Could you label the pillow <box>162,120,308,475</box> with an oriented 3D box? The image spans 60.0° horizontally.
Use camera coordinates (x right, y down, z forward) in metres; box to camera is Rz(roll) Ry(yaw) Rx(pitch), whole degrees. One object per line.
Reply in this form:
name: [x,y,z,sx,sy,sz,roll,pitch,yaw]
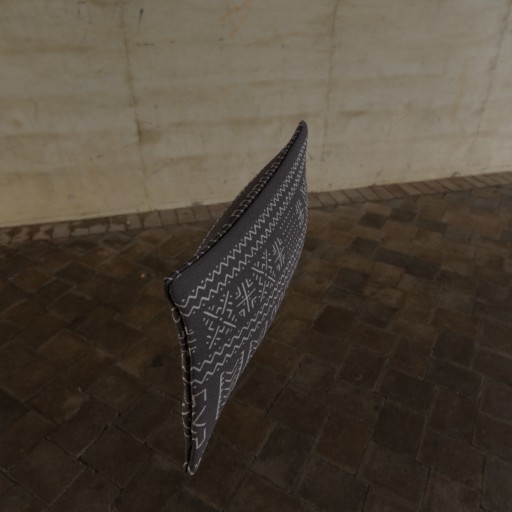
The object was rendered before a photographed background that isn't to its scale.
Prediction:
pillow: [0.000,0.000,0.794,0.135,0.322,0.667,9,33,15]
